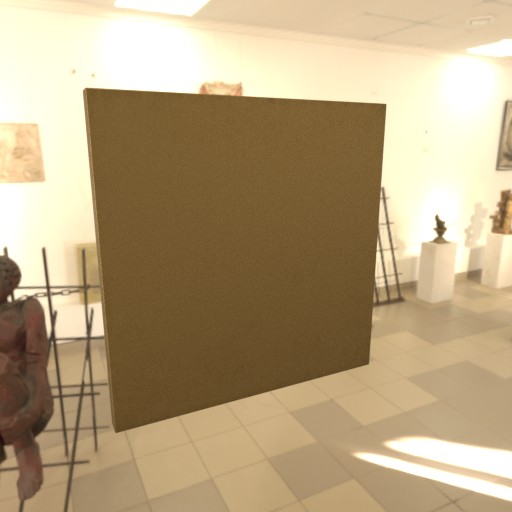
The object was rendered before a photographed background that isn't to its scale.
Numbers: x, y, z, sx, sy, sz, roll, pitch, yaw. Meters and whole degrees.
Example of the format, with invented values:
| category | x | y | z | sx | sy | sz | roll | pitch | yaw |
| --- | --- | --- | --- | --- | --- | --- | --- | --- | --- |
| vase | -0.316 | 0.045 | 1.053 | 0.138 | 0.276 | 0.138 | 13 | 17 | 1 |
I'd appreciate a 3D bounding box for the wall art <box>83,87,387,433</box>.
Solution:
| category | x | y | z | sx | sy | sz | roll | pitch | yaw |
| --- | --- | --- | --- | --- | --- | --- | --- | --- | --- |
| wall art | 0.000 | 0.000 | 0.749 | 0.503 | 0.506 | 0.030 | -7 | 15 | -26 |
